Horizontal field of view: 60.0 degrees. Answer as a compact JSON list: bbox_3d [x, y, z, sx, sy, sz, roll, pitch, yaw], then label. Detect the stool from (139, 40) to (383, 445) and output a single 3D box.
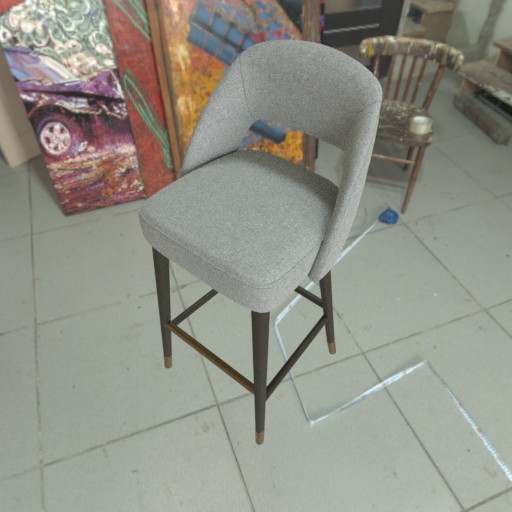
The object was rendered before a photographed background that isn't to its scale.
[{"bbox_3d":[0.000,0.000,1.280,0.494,1.037,0.509,30,53,27],"label":"stool"}]
